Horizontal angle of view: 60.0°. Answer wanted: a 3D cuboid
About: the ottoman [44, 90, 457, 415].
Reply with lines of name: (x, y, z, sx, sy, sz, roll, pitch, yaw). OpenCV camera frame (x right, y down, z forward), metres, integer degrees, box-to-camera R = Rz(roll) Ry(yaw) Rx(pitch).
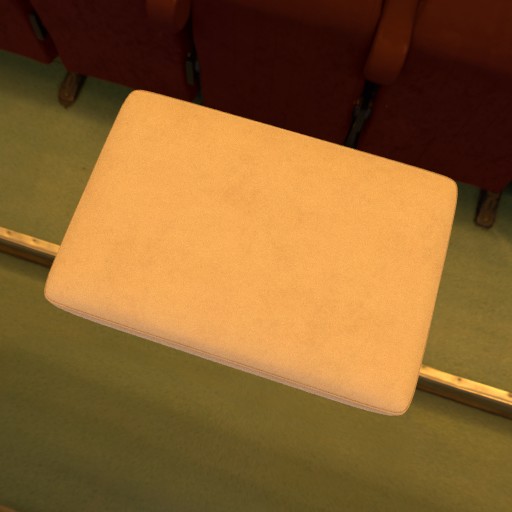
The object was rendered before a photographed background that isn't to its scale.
ottoman: (0.000, 0.000, 1.189, 0.864, 0.483, 0.584, 17, 77, 4)
